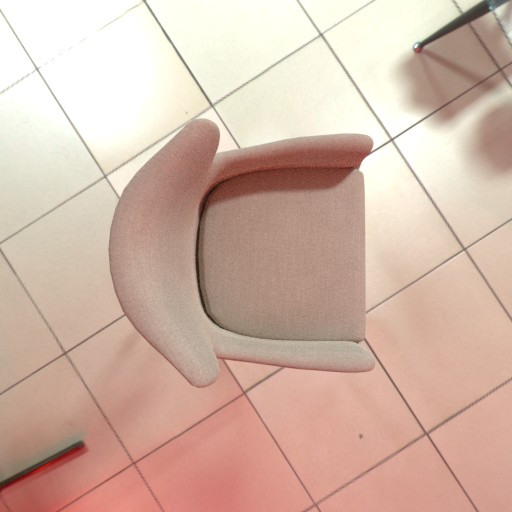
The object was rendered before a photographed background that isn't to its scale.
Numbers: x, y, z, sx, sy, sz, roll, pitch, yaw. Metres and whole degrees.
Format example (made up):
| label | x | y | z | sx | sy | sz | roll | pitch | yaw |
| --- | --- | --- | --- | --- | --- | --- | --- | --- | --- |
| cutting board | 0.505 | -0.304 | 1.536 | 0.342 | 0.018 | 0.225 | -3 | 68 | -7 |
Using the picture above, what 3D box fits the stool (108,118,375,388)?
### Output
| label | x | y | z | sx | sy | sz | roll | pitch | yaw |
| --- | --- | --- | --- | --- | --- | --- | --- | --- | --- |
| stool | 0.000 | 0.000 | 1.427 | 0.637 | 0.987 | 0.615 | 0 | 88 | 1 |
